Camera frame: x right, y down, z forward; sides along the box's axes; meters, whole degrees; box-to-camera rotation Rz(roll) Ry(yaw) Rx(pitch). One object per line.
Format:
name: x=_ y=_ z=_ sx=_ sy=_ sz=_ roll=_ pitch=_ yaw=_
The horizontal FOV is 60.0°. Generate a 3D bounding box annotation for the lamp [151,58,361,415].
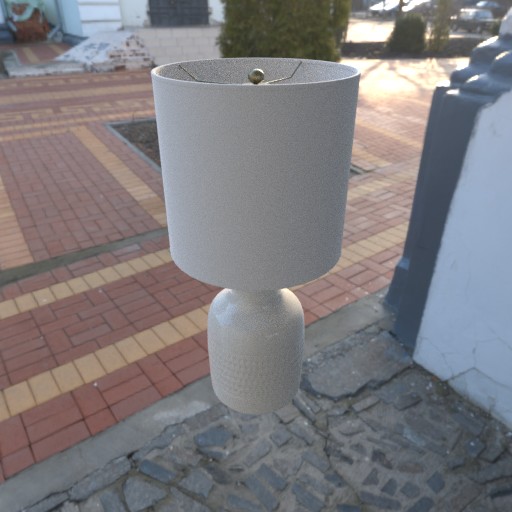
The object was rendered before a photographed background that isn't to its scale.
lamp: x=0.000 y=0.000 z=0.500 sx=0.188 sy=0.392 sz=0.188 roll=-10 pitch=31 yaw=-17
